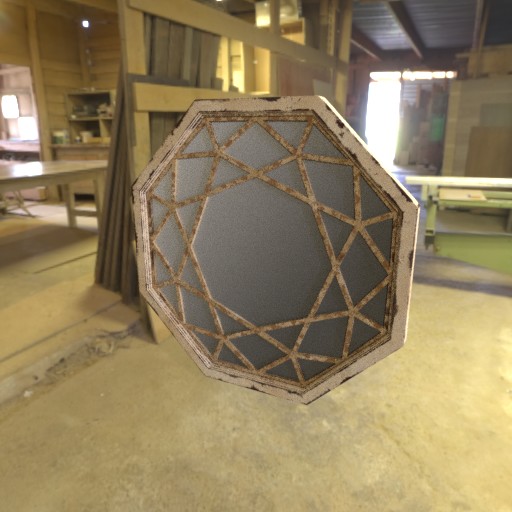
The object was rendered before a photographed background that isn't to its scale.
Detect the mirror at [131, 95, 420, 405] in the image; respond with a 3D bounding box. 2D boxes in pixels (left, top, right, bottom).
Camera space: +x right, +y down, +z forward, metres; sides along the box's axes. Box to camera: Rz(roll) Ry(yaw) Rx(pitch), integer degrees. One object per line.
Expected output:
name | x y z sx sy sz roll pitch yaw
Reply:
mirror | 0.000 0.000 0.963 0.648 0.648 0.031 8 18 25
